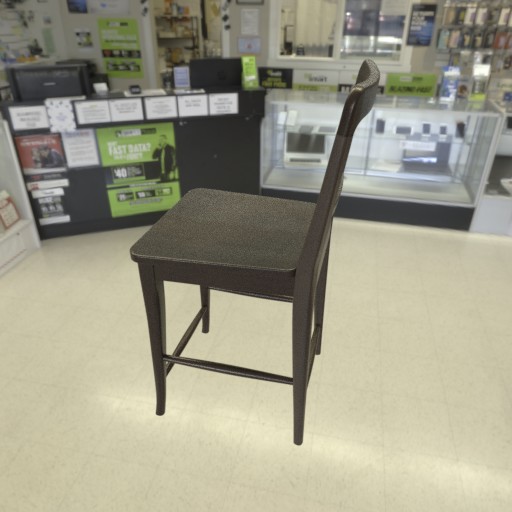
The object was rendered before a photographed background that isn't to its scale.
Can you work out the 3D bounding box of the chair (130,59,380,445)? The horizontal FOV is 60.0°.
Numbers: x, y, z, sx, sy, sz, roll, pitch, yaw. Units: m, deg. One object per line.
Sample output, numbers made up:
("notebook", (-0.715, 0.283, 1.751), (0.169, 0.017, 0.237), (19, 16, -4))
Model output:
("chair", (0.000, 0.000, 1.247), (0.546, 0.991, 0.450), (8, 31, 13))
